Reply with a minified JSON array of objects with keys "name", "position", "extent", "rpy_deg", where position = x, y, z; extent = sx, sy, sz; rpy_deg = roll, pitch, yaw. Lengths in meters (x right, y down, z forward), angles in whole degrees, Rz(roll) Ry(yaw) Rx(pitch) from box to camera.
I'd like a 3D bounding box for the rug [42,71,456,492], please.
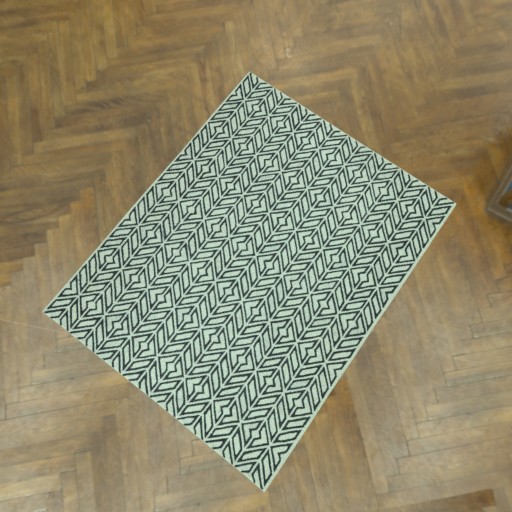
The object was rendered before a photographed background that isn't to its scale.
[{"name":"rug","position":[0.000,0.000,4.020],"extent":[2.421,0.008,3.045],"rpy_deg":[36,78,9]}]
